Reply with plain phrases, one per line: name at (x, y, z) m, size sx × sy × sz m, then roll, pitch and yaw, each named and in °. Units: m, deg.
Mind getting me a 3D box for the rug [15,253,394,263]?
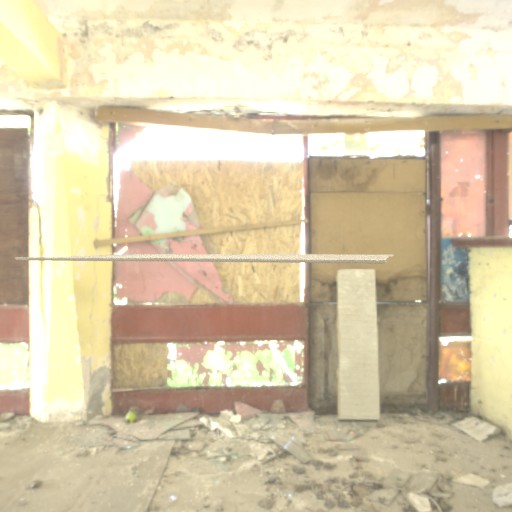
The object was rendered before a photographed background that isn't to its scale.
rug at (0.000, 0.000, 4.155) m, size 2.434 × 0.045 × 3.202 m, roll 0°, pitch 1°, yaw 18°
